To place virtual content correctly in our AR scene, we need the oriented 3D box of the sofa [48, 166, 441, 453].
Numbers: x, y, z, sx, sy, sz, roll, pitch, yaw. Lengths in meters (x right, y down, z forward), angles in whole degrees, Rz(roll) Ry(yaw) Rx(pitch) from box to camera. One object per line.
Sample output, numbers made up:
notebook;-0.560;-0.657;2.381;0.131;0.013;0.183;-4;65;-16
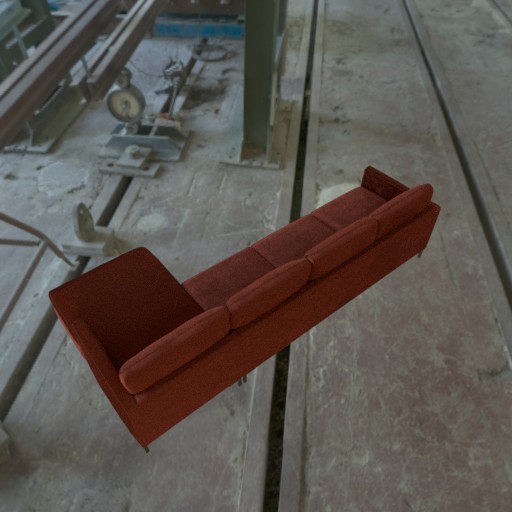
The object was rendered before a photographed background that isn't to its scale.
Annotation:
sofa;0.000;0.000;3.552;2.932;0.810;1.350;-30;52;-26
